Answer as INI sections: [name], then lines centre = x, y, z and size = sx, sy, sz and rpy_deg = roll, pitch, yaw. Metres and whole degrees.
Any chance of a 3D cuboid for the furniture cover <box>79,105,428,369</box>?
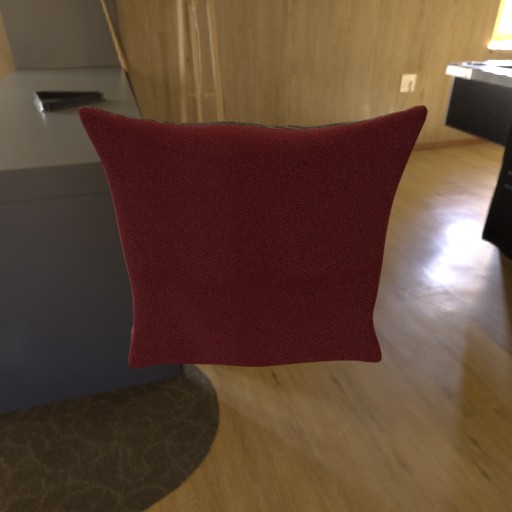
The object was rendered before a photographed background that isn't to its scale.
[furniture cover]
centre = 0.000, 0.000, 0.779
size = 0.514, 0.513, 0.163
rpy_deg = -1, 30, -2
